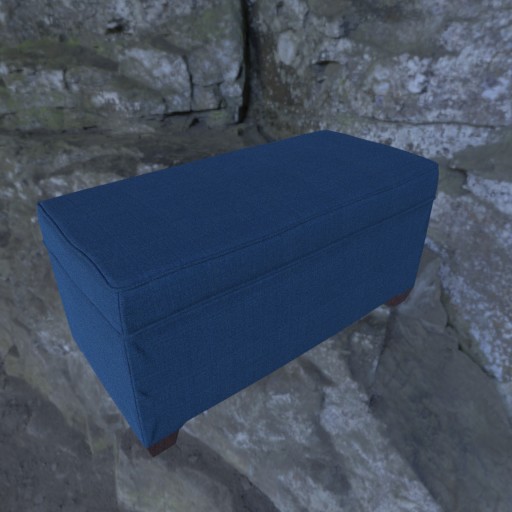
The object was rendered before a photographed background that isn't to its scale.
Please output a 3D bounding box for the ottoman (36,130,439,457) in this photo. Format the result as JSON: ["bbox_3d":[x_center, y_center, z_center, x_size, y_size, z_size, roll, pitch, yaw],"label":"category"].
[{"bbox_3d":[0.000,0.000,1.194,0.943,0.474,0.474,-22,38,-32],"label":"ottoman"}]
